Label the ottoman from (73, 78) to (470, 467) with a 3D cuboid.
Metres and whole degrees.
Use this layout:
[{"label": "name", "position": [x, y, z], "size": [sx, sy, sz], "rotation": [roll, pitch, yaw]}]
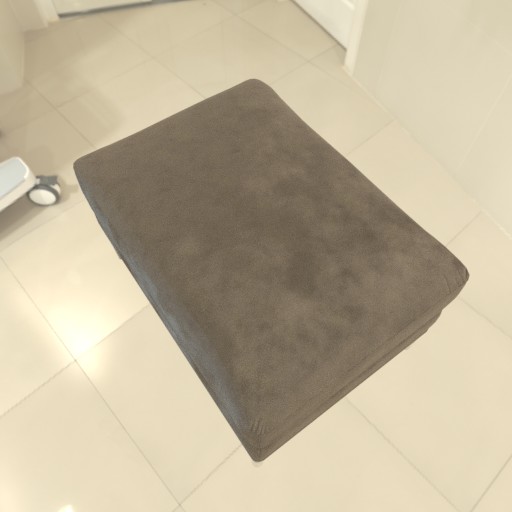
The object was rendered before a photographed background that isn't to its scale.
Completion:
[{"label": "ottoman", "position": [0.000, 0.000, 1.045], "size": [0.520, 0.456, 0.719], "rotation": [-32, 64, -17]}]
